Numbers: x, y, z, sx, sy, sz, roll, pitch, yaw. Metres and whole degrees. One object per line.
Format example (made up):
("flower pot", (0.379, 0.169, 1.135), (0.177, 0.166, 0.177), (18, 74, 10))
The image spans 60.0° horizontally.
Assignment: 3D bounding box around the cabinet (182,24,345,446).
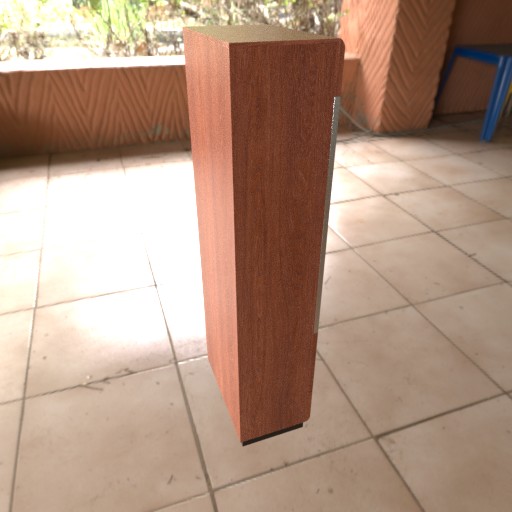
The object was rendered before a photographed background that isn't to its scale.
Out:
("cabinet", (0.000, 0.000, 2.186), (0.420, 1.980, 0.660), (-11, 33, -17))
